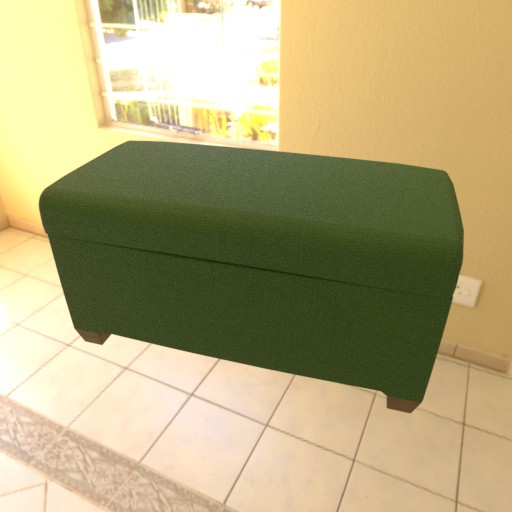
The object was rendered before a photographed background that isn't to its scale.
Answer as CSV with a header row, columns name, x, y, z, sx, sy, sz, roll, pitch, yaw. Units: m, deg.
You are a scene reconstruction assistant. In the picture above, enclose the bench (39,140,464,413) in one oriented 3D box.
name,x,y,z,sx,sy,sz,roll,pitch,yaw
bench,0.000,0.000,1.260,0.989,0.501,0.505,9,33,14
